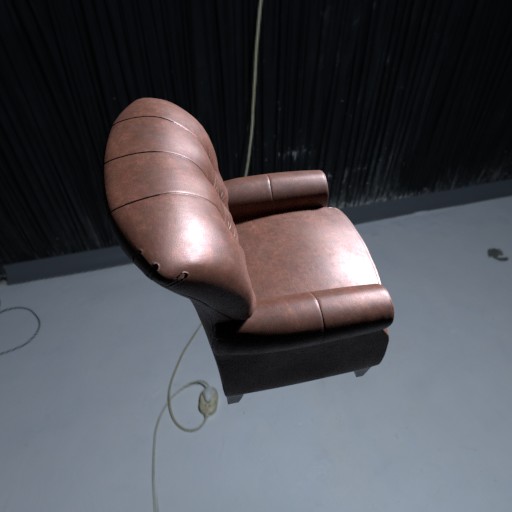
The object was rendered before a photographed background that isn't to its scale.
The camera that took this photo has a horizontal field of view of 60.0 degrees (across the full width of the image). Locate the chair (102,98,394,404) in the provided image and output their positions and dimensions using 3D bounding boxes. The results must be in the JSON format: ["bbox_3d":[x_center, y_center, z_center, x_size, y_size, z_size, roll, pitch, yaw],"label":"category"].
[{"bbox_3d":[0.000,0.000,1.914,1.031,1.162,0.979,-9,48,-9],"label":"chair"}]
